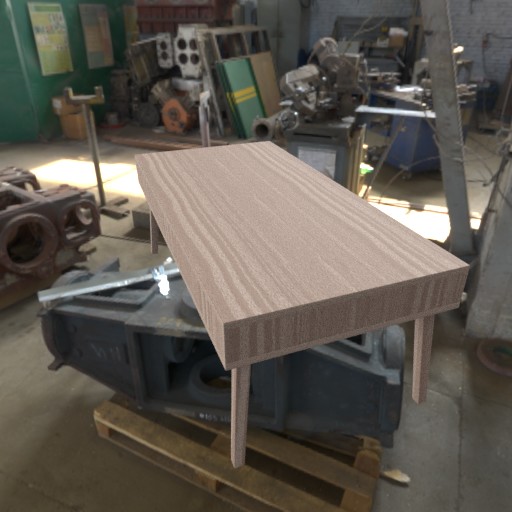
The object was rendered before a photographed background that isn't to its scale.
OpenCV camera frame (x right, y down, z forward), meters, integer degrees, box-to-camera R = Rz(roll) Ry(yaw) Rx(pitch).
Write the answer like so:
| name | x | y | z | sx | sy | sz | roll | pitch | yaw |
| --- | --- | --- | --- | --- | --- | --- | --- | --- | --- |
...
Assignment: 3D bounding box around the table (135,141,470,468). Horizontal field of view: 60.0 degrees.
| name | x | y | z | sx | sy | sz | roll | pitch | yaw |
| --- | --- | --- | --- | --- | --- | --- | --- | --- | --- |
| table | 0.000 | 0.000 | 1.530 | 0.600 | 0.450 | 1.200 | -11 | 31 | -19 |
